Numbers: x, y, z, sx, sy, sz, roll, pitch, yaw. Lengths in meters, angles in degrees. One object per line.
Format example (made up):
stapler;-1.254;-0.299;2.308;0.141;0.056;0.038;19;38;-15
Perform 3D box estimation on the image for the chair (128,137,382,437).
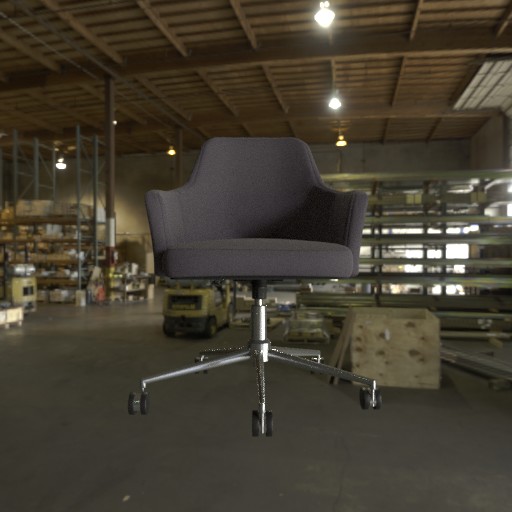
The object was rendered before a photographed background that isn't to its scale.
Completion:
chair;0.000;0.000;1.279;0.655;0.820;0.600;0;0;-1
